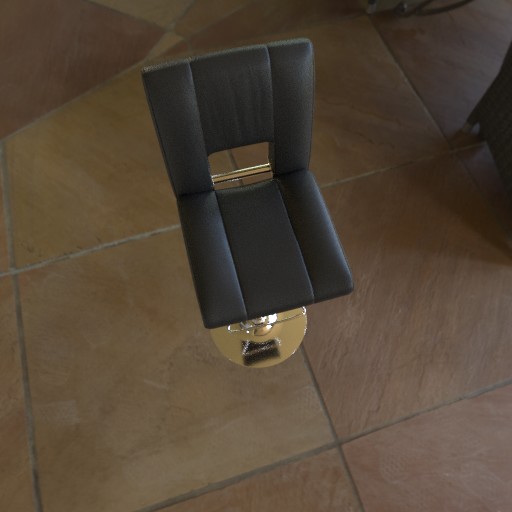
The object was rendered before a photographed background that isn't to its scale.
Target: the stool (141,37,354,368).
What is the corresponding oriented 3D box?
[{"bbox_3d":[0.000,0.000,1.394,0.415,1.151,0.520,-13,65,-6],"label":"stool"}]
